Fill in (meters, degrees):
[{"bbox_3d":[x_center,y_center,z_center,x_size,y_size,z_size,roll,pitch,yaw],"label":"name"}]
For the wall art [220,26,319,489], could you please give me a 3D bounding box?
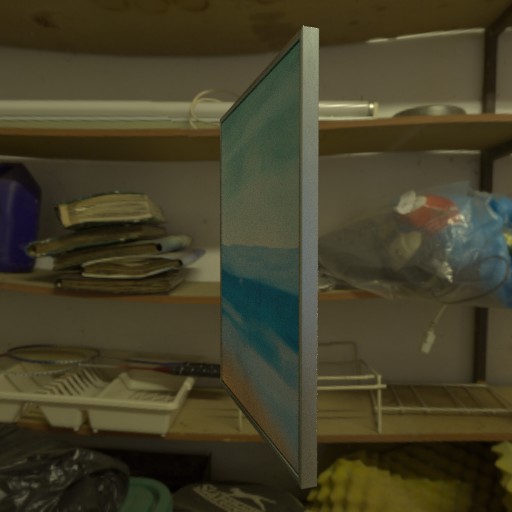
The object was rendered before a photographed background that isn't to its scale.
[{"bbox_3d":[0.000,0.000,1.404,0.041,1.062,0.803,-1,2,-18],"label":"wall art"}]
